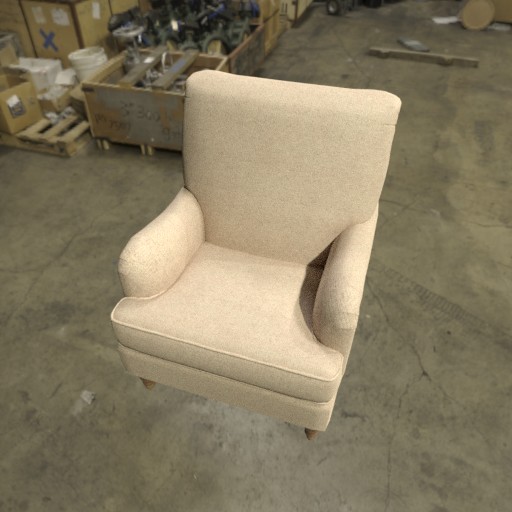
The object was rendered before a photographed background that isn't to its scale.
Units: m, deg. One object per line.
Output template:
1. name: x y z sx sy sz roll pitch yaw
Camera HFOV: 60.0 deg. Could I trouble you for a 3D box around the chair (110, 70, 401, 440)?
1. chair: 0.000 0.000 1.790 0.879 1.119 0.953 12 43 13
